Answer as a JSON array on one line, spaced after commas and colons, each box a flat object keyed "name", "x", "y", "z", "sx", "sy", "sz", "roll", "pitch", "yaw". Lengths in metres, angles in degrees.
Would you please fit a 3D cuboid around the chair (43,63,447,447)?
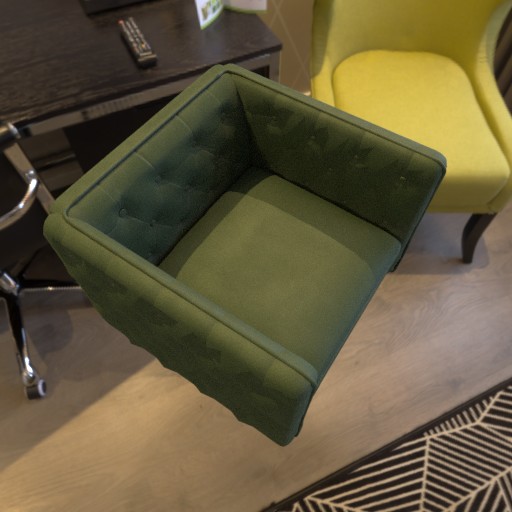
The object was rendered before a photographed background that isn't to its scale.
[{"name": "chair", "x": 0.000, "y": 0.000, "z": 1.558, "sx": 0.855, "sy": 0.768, "sz": 0.917, "roll": 30, "pitch": 63, "yaw": 17}]
